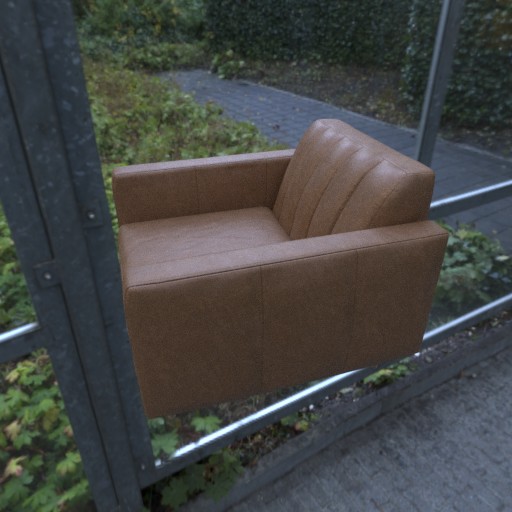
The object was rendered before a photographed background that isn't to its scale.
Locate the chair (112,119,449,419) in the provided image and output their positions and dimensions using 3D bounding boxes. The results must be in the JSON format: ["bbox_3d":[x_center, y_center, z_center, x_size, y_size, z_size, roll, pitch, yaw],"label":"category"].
[{"bbox_3d":[0.000,0.000,1.694,0.998,0.819,0.953,-9,32,-15],"label":"chair"}]
